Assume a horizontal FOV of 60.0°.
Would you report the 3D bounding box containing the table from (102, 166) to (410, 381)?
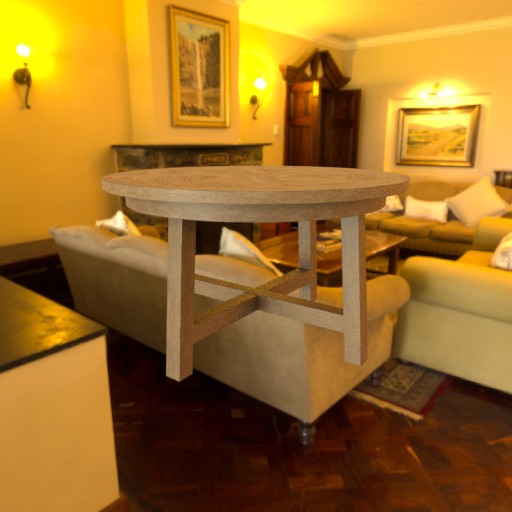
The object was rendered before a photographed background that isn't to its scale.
[{"bbox_3d":[0.000,0.000,2.097,1.319,0.762,1.319,0,15,0],"label":"table"}]
